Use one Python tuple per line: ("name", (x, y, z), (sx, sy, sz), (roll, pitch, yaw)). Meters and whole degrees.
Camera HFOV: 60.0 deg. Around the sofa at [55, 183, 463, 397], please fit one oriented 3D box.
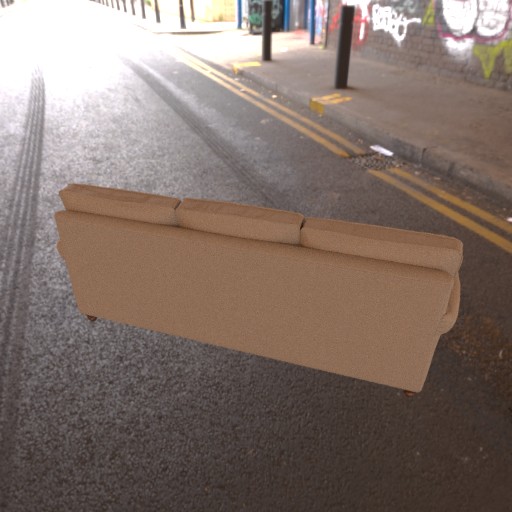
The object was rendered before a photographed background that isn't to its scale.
("sofa", (0.000, 0.000, 2.813), (2.354, 0.948, 0.966), (10, 33, 15))
